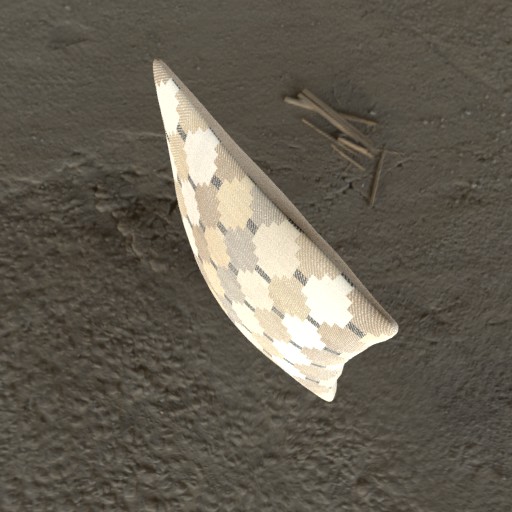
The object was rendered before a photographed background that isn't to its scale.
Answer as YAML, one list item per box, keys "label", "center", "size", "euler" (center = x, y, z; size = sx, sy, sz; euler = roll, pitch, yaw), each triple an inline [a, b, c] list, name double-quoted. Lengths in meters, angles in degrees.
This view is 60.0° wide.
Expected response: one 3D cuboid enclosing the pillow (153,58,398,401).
- label: "pillow"
  center: [0.000, 0.000, 0.867]
  size: [0.192, 0.558, 0.578]
  euler: [-33, 68, -15]
